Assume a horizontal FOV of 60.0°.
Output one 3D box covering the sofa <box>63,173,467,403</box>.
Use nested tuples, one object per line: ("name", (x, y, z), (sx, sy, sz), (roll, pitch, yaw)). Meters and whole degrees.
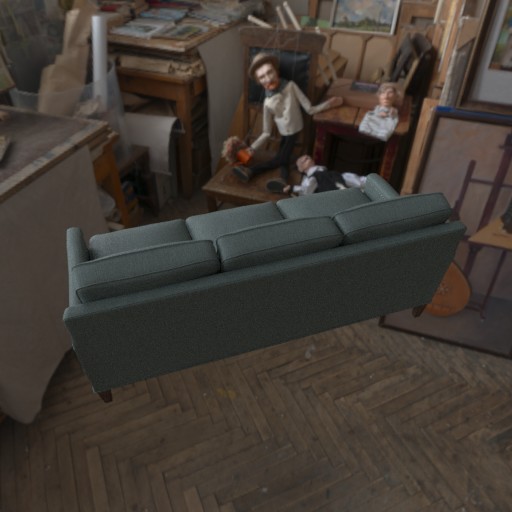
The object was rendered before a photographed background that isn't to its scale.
("sofa", (0.000, 0.000, 2.833), (2.246, 1.003, 1.084), (-12, 43, -14))
